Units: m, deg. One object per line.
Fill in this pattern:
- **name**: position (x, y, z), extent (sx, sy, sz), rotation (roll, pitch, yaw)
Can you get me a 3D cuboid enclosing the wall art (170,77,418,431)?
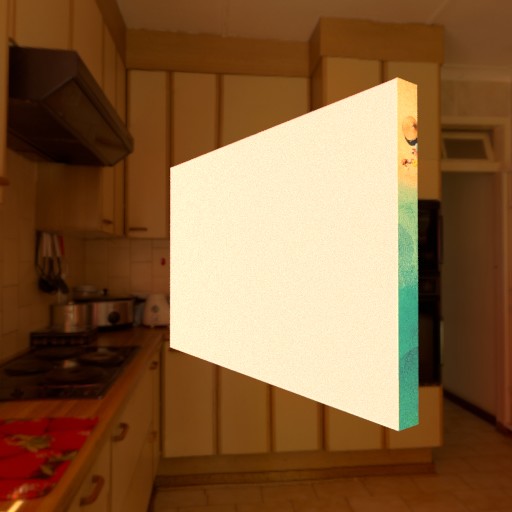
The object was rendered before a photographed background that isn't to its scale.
- **wall art**: position (0.000, 0.000, 0.765), extent (0.039, 0.406, 0.609), rotation (0, -1, -36)
